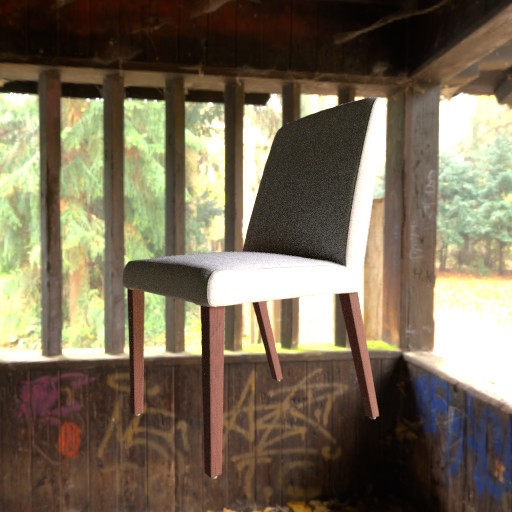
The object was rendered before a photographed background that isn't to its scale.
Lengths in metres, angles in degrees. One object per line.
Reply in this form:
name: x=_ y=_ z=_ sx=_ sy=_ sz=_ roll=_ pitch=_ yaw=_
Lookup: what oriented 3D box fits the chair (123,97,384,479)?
chair: x=0.000 y=0.000 z=1.234 sx=0.594 sy=0.900 sz=0.480 roll=-1 pitch=2 yaw=-37
